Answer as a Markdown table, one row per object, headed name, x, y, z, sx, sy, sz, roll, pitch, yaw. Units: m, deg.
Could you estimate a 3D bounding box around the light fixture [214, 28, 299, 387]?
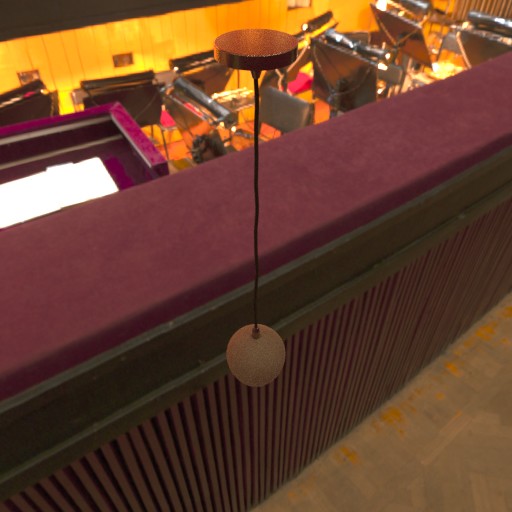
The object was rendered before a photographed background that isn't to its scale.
| name | x | y | z | sx | sy | sz | roll | pitch | yaw |
| --- | --- | --- | --- | --- | --- | --- | --- | --- | --- |
| light fixture | 0.000 | 0.000 | 0.838 | 0.139 | 0.764 | 0.139 | -24 | 48 | -24 |
